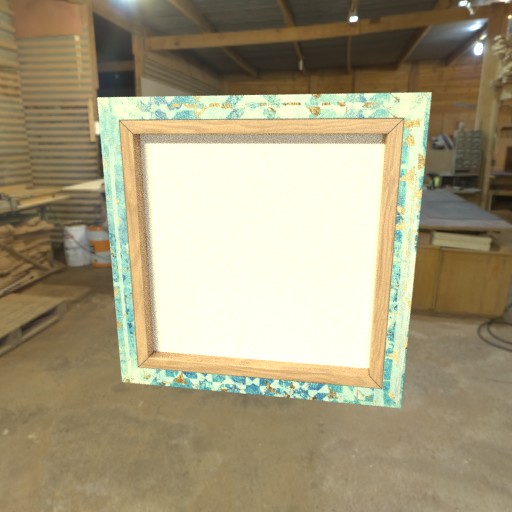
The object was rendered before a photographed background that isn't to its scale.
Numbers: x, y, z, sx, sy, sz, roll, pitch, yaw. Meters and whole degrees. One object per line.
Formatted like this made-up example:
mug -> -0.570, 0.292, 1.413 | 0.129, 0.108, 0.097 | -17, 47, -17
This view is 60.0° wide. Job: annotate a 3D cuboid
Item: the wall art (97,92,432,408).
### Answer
wall art -> 0.000, 0.000, 0.894 | 0.609, 0.609, 0.040 | 3, 15, 9
